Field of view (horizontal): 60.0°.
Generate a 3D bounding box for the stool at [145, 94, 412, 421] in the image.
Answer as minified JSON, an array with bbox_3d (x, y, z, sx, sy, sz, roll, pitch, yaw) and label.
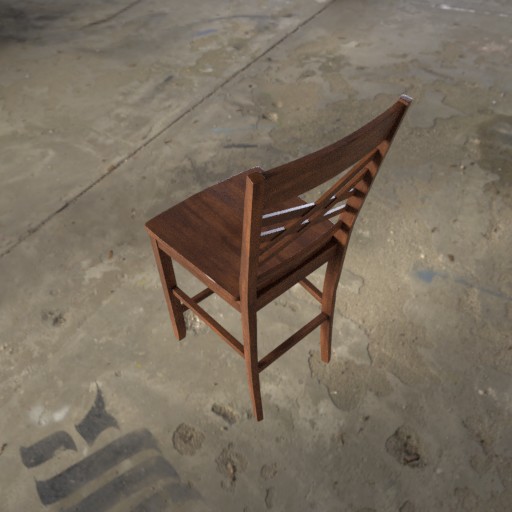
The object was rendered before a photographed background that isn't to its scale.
[{"bbox_3d":[0.000,0.000,1.378,0.462,1.079,0.539,-32,54,-27],"label":"stool"}]
